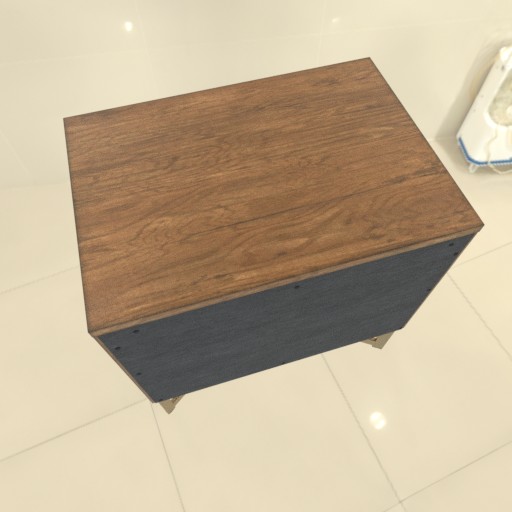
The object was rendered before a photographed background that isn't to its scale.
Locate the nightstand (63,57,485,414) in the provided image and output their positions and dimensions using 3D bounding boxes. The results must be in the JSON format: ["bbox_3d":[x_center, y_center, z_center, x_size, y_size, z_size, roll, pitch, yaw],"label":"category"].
[{"bbox_3d":[0.000,0.000,1.014,0.610,0.610,0.446,-15,60,-8],"label":"nightstand"}]
